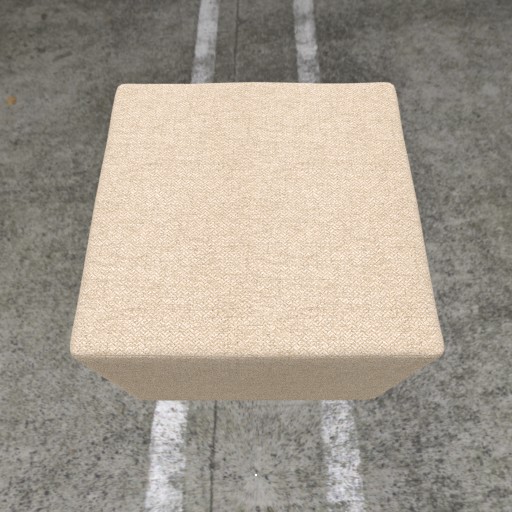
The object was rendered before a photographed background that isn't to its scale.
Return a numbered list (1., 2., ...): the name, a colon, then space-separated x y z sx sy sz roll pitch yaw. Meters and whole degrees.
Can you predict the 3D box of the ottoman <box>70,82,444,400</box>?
1. ottoman: 0.000 0.000 0.860 0.508 0.432 0.508 0 64 0
